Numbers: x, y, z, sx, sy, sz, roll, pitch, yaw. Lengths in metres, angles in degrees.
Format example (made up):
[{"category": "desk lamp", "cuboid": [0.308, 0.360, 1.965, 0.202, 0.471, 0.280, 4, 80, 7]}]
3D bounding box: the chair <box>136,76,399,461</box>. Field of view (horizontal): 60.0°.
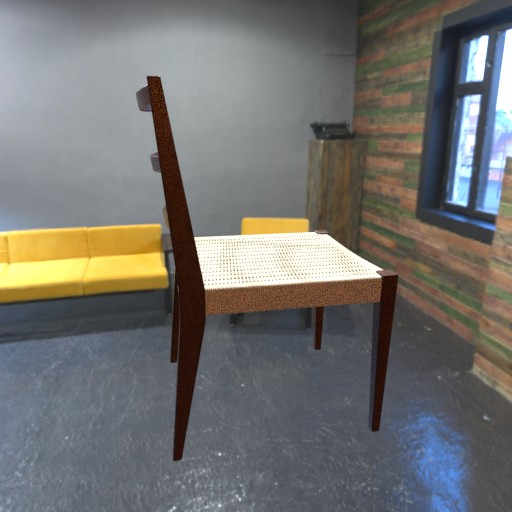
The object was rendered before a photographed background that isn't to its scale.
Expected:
[{"category": "chair", "cuboid": [0.000, 0.000, 1.156, 0.551, 0.813, 0.480, -3, 16, -11]}]
